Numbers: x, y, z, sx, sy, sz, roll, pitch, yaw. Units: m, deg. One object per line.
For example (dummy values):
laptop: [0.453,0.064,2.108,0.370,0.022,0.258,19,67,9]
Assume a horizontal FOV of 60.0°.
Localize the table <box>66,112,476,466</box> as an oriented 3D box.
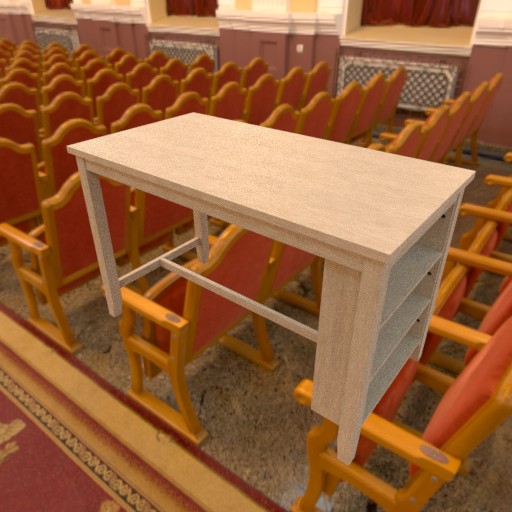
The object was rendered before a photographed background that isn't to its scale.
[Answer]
table: [0.000,0.000,1.911,1.397,0.874,0.729,22,38,32]
